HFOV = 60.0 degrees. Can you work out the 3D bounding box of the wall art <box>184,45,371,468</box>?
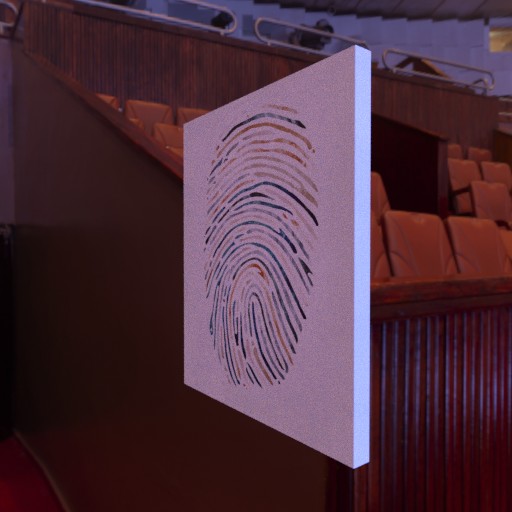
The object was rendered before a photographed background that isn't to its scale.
[{"bbox_3d":[0.000,0.000,0.845,0.037,0.606,0.508,-1,1,-38],"label":"wall art"}]
